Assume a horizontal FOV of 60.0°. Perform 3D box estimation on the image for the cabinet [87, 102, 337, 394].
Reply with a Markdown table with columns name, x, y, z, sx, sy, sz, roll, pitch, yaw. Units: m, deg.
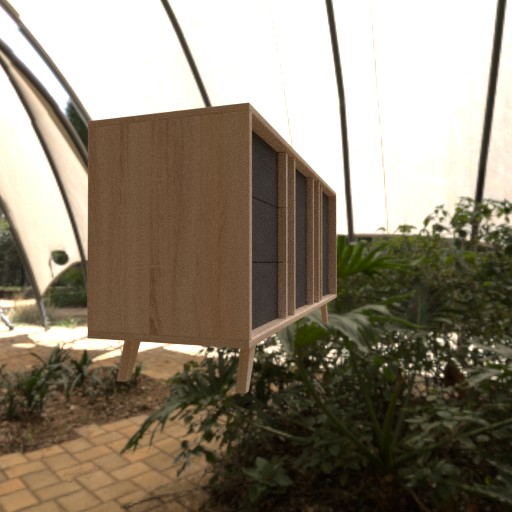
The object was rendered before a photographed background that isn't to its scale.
| name | x | y | z | sx | sy | sz | roll | pitch | yaw |
| --- | --- | --- | --- | --- | --- | --- | --- | --- | --- |
| cabinet | 0.000 | 0.000 | 2.002 | 0.500 | 0.780 | 1.650 | 0 | -1 | 18 |
